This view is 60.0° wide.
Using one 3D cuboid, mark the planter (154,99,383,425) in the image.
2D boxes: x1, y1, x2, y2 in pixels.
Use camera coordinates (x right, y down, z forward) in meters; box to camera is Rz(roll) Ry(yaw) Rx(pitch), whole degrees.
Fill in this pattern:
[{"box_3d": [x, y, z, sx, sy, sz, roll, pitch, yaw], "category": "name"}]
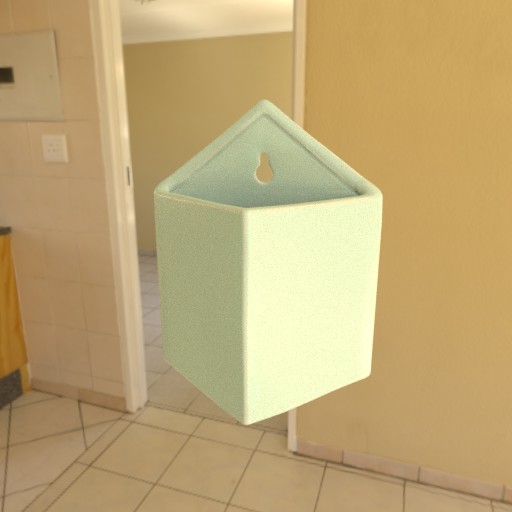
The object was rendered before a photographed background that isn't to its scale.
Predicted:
[{"box_3d": [0.000, 0.000, 0.287, 0.164, 0.197, 0.079, 2, 15, 9], "category": "planter"}]
